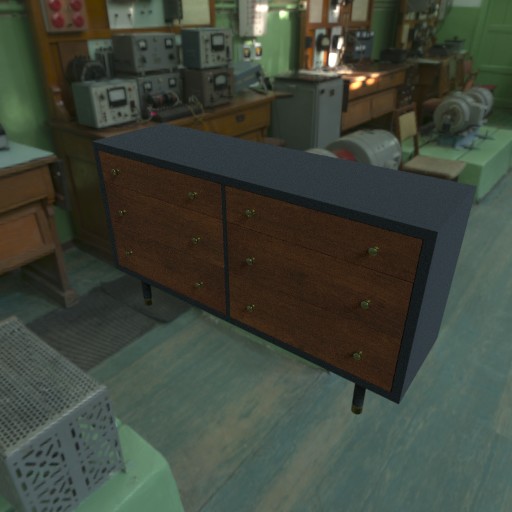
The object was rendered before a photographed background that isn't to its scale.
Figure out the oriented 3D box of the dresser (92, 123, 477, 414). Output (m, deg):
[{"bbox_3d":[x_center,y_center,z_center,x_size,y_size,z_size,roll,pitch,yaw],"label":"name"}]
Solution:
[{"bbox_3d":[0.000,0.000,1.988,1.558,0.872,0.463,20,35,31],"label":"dresser"}]
